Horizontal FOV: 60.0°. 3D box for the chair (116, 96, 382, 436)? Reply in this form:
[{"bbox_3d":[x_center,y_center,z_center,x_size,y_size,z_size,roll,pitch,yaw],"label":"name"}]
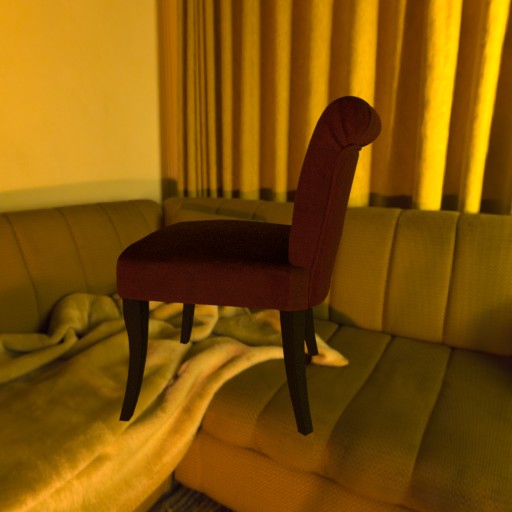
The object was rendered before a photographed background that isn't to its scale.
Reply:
[{"bbox_3d":[0.000,0.000,1.196,0.605,0.750,0.582,2,13,9],"label":"chair"}]
